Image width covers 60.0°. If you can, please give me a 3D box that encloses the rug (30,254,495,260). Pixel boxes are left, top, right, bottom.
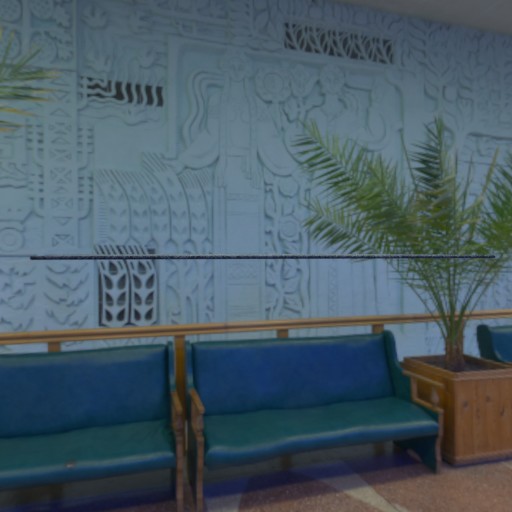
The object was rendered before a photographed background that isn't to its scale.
[{"bbox_3d":[0.000,0.000,2.845,2.330,0.017,1.478,0,0,-15],"label":"rug"}]
